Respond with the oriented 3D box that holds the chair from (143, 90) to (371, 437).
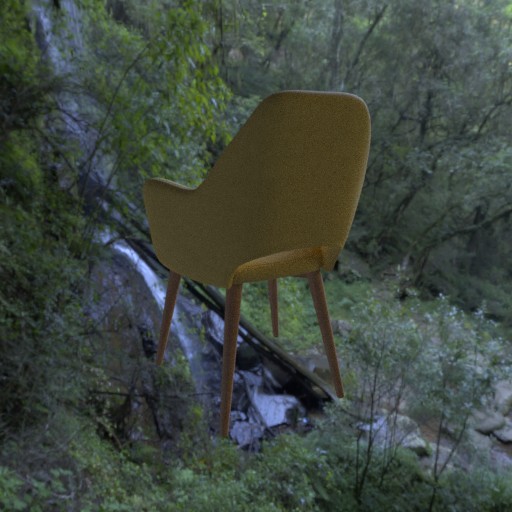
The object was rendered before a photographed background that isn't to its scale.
[{"bbox_3d":[0.000,0.000,1.260,0.590,0.840,0.610,-8,17,-27],"label":"chair"}]
